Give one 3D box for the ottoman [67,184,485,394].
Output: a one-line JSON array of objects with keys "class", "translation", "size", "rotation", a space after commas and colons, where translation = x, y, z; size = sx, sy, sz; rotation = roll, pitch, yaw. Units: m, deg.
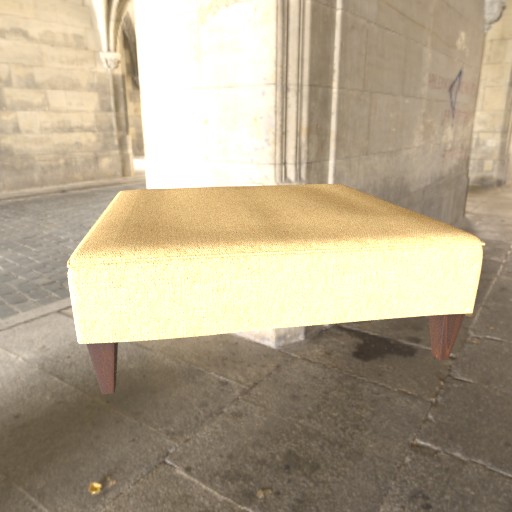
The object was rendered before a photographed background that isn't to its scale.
[{"class": "ottoman", "translation": [0.000, 0.000, 1.488], "size": [0.981, 0.378, 0.970], "rotation": [-3, 17, -10]}]
